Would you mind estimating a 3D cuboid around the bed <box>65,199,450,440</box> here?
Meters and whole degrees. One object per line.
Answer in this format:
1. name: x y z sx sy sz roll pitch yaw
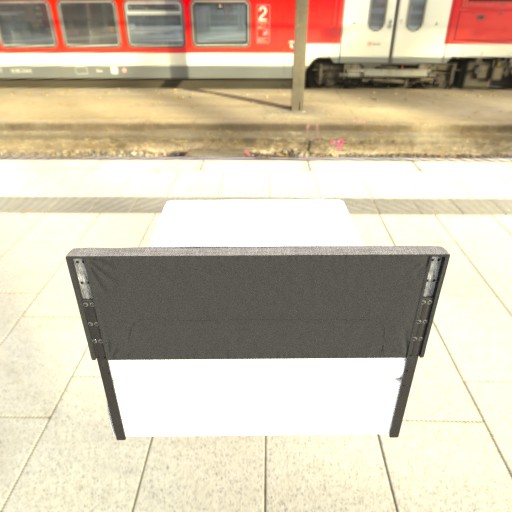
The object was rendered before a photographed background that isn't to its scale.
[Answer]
1. bed: 0.000 0.000 2.949 1.621 1.168 1.958 0 31 -1
